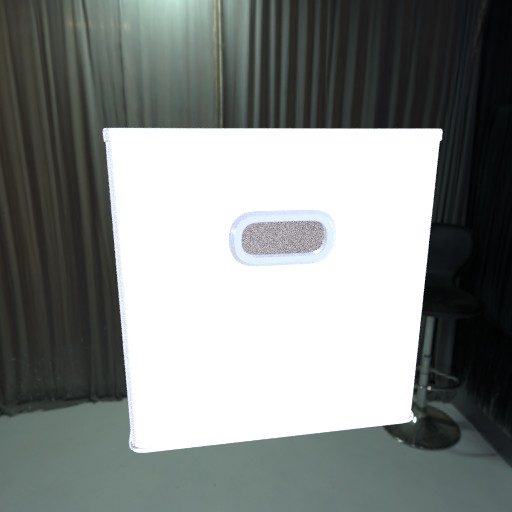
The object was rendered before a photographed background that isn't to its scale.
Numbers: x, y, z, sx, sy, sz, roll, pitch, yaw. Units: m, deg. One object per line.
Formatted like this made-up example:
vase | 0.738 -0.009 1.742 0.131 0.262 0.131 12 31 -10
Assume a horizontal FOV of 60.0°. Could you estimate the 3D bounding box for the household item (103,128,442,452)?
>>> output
household item | 0.000 0.000 0.558 0.305 0.305 0.305 -3 16 -9
